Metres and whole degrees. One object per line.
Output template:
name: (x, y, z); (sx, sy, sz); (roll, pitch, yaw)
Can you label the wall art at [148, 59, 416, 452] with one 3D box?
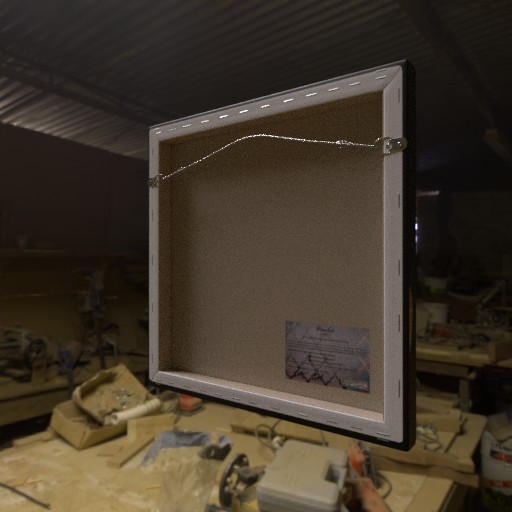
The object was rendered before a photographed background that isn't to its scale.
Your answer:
wall art: (0.000, 0.000, 0.878); (0.610, 0.611, 0.043); (0, 0, 36)
